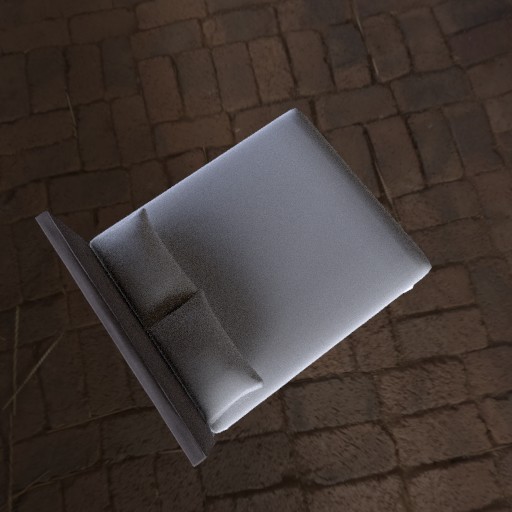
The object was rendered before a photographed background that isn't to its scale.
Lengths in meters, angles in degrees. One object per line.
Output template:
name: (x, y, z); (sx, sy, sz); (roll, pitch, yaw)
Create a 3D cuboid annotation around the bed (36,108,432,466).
bed: (0.000, 0.000, 2.938); (1.894, 1.089, 1.610); (-35, 78, -9)
